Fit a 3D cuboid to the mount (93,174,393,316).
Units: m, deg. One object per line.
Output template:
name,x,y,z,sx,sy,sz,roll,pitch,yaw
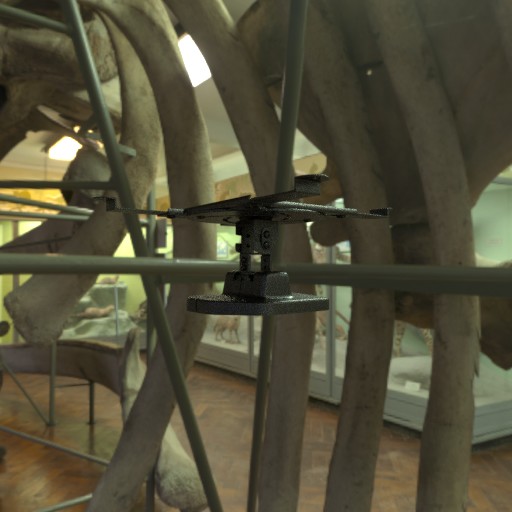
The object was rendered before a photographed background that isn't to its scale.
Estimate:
mount,0.000,0.000,0.603,0.394,0.141,0.394,1,-1,-37
